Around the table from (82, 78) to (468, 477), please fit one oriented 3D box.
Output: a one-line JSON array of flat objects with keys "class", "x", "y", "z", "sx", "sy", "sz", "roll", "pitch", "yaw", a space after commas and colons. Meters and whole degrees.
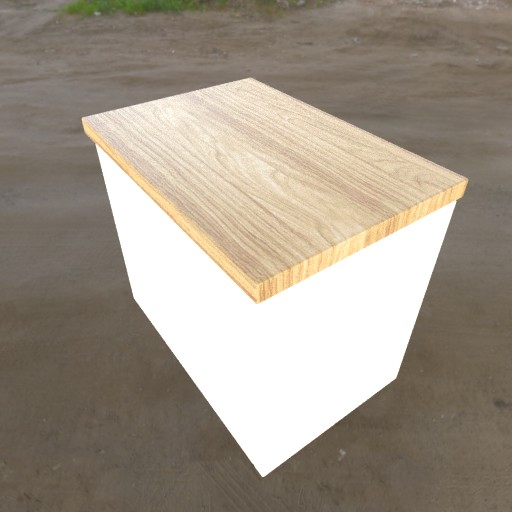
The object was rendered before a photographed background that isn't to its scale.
[{"class": "table", "x": 0.000, "y": 0.000, "z": 0.806, "sx": 0.360, "sy": 0.440, "sz": 0.500, "roll": -25, "pitch": 46, "yaw": -27}]
